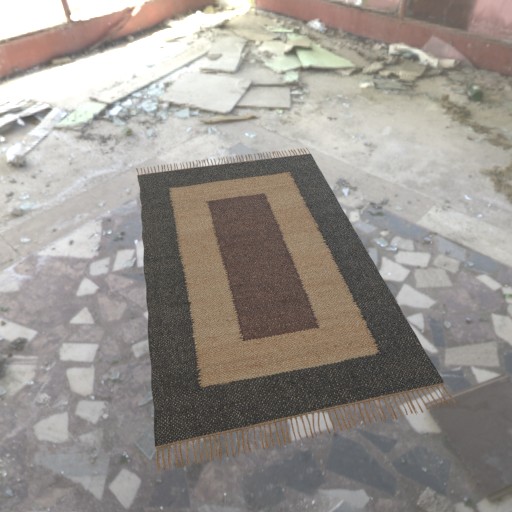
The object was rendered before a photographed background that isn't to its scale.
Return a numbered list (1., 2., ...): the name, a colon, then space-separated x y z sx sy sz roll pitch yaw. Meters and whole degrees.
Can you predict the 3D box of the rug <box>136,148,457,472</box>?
1. rug: 0.000 0.000 1.816 0.920 0.013 1.541 -9 45 -9
